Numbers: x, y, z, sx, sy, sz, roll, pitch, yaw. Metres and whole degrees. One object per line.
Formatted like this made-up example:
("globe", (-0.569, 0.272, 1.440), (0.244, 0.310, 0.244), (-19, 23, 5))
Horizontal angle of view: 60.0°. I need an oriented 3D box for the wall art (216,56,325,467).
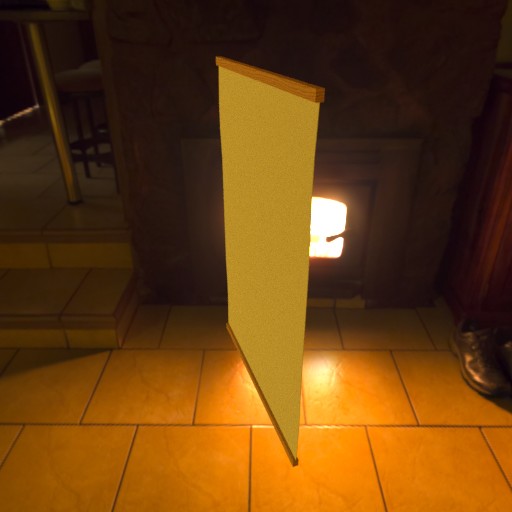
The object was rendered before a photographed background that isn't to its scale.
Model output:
("wall art", (0.000, 0.000, 1.941), (0.025, 1.521, 1.011), (-10, 30, -17))
